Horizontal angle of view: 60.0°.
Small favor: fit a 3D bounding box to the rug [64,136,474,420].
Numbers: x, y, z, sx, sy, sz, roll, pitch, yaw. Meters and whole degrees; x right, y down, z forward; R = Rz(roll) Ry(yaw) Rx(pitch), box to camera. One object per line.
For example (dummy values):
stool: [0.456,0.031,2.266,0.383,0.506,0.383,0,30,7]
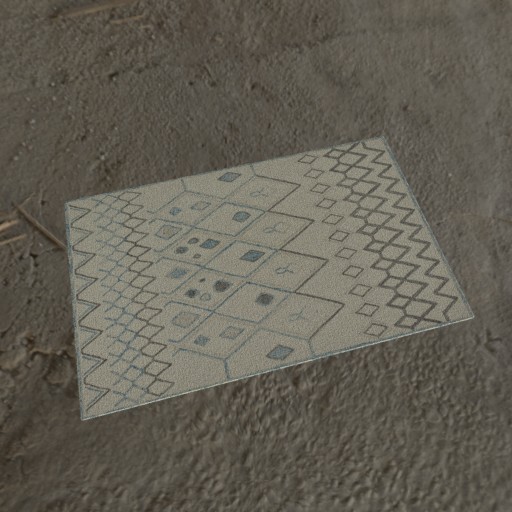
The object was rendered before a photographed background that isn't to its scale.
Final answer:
rug: [0.000,0.000,2.972,2.439,0.015,1.524,-13,64,-6]
